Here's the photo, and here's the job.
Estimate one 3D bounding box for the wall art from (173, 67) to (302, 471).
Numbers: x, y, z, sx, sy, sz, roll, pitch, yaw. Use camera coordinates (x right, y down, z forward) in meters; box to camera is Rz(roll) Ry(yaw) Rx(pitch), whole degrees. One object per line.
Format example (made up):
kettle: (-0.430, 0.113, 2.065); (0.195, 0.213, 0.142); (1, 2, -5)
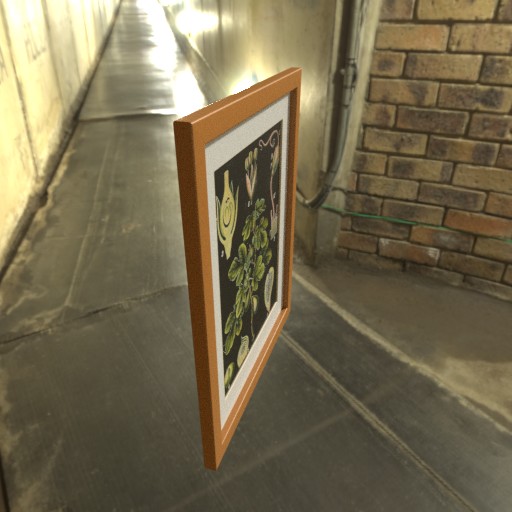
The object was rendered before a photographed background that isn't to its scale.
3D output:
wall art: (0.000, 0.000, 0.524); (0.015, 0.379, 0.310); (10, 31, 17)
